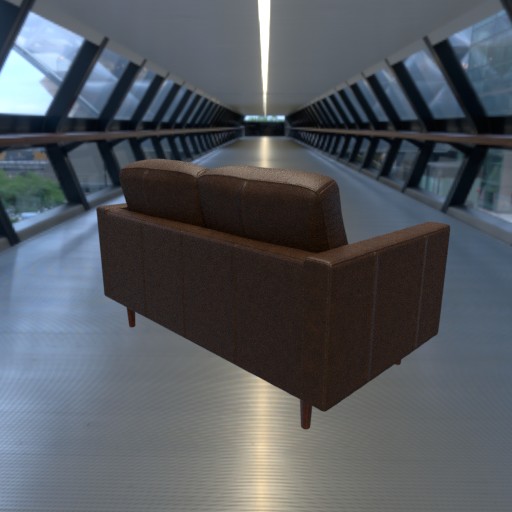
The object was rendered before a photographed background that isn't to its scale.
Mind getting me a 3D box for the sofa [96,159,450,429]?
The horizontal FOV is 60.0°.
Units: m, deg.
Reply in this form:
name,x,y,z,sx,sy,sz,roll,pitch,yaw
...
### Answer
name,x,y,z,sx,sy,sz,roll,pitch,yaw
sofa,0.000,0.000,2.238,0.909,0.951,1.578,-14,21,-43
